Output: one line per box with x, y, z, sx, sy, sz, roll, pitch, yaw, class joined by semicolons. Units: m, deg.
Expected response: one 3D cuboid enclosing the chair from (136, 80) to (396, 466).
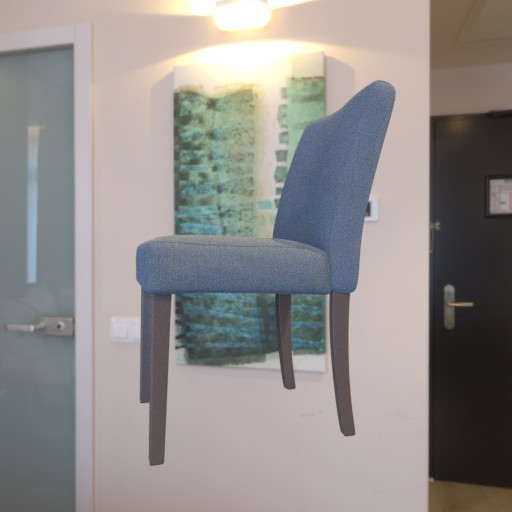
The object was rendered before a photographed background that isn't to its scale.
0.000;0.000;1.225;0.629;0.882;0.487;0;0;-17;chair
